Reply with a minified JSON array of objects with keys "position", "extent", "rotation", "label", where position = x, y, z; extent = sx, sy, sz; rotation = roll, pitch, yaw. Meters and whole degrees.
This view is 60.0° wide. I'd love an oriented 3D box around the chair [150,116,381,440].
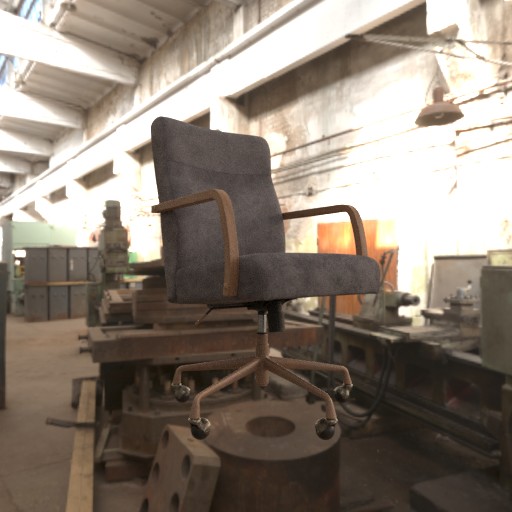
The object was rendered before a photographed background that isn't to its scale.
[{"position":[0.000,0.000,1.507],"extent":[0.640,1.029,0.741],"rotation":[1,-2,-36],"label":"chair"}]
